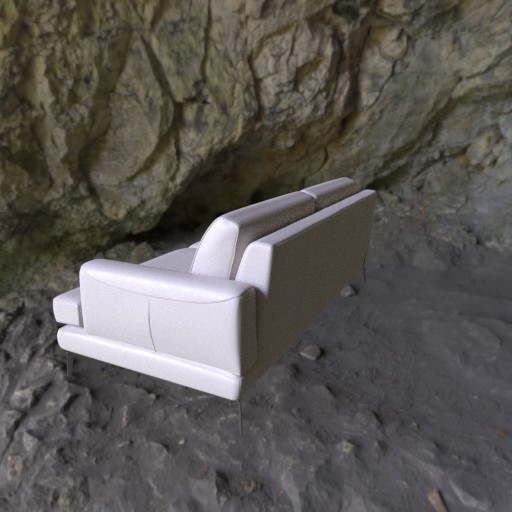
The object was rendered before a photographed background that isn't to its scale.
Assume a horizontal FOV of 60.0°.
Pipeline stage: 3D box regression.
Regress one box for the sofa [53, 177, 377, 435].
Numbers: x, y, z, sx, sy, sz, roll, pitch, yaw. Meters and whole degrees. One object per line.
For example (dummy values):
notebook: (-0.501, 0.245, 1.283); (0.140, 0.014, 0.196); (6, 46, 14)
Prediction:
sofa: (0.000, 0.000, 2.476); (0.974, 0.765, 1.940); (8, 17, 26)
